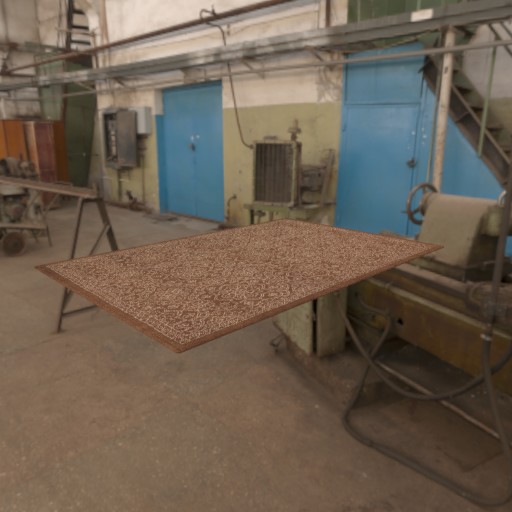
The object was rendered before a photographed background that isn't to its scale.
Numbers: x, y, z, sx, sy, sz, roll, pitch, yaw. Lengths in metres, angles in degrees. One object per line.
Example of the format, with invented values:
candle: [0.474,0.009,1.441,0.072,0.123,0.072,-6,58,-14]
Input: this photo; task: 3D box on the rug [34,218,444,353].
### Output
rug: [0.000,0.000,2.343,1.829,0.010,1.219,-15,21,-42]
